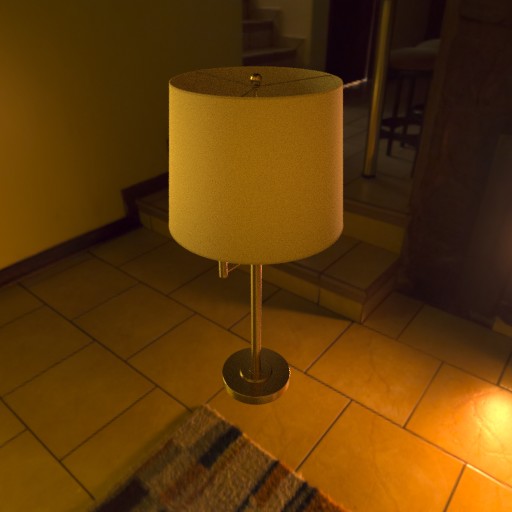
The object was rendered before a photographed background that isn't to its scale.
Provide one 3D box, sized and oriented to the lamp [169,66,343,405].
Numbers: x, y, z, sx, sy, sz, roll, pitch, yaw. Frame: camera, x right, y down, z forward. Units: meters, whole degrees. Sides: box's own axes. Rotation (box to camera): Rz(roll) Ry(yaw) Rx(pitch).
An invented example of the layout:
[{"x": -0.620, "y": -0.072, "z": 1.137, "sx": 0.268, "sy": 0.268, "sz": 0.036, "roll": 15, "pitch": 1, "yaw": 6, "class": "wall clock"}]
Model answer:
[{"x": 0.000, "y": 0.000, "z": 0.901, "sx": 0.333, "sy": 0.696, "sz": 0.333, "roll": 0, "pitch": 31, "yaw": 0, "class": "lamp"}]
